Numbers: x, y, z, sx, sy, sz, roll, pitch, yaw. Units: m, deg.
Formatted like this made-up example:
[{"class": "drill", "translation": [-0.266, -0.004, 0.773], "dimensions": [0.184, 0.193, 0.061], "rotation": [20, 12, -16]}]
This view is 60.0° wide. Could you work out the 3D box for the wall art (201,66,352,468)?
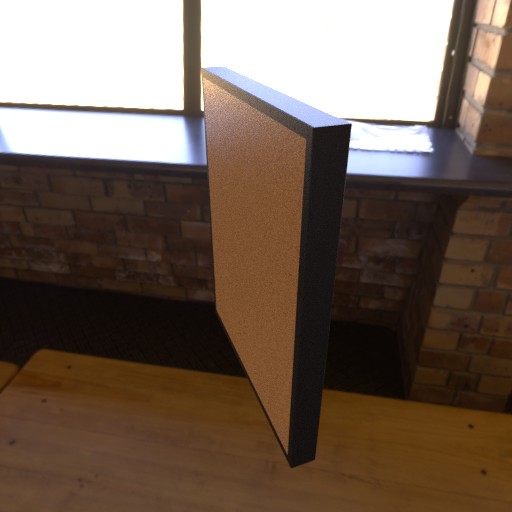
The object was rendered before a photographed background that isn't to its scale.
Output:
[{"class": "wall art", "translation": [0.000, 0.000, 0.511], "dimensions": [0.030, 0.369, 0.294], "rotation": [-11, 32, -18]}]
